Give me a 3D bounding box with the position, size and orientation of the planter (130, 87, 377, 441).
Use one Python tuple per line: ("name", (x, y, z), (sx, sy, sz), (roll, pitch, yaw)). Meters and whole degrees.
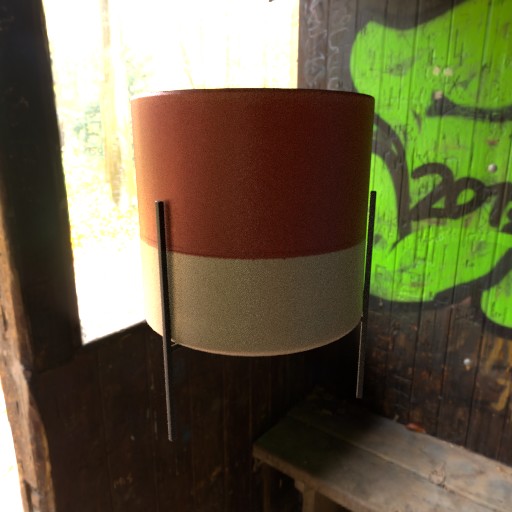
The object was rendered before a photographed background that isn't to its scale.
("planter", (0.000, 0.000, 0.697), (0.354, 0.465, 0.345), (3, 15, 10))
